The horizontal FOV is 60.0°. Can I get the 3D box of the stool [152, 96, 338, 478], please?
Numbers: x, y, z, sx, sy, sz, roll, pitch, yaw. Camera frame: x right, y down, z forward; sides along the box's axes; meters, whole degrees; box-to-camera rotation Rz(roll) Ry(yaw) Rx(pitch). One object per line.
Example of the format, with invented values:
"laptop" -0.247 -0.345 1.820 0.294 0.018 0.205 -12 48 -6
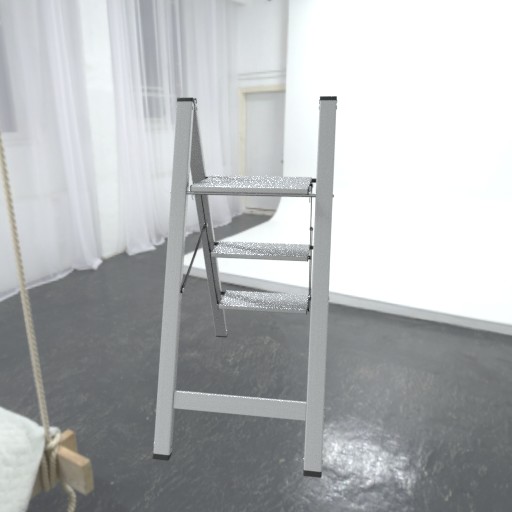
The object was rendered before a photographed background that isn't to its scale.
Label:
"stool" 0.000 0.000 1.336 0.441 0.902 0.730 2 17 8
